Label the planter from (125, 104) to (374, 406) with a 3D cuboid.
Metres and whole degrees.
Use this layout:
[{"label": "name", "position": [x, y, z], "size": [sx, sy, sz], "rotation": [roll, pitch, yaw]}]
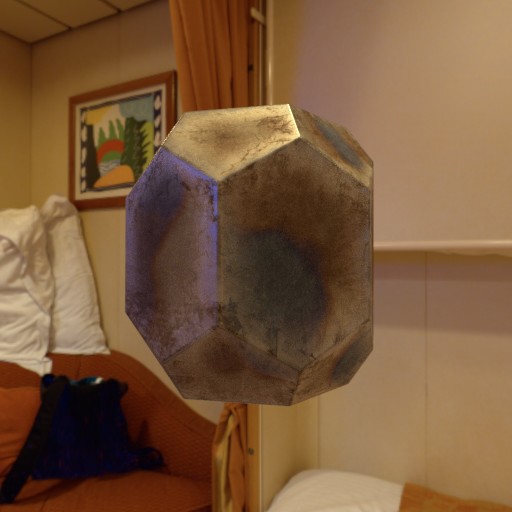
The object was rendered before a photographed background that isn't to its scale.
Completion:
[{"label": "planter", "position": [0.000, 0.000, 0.430], "size": [0.243, 0.238, 0.221], "rotation": [0, -1, -17]}]
